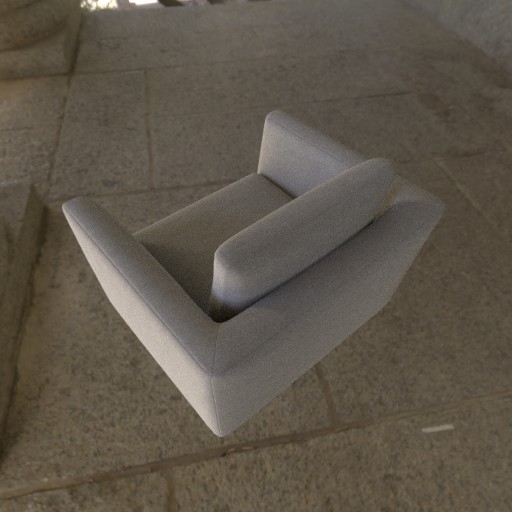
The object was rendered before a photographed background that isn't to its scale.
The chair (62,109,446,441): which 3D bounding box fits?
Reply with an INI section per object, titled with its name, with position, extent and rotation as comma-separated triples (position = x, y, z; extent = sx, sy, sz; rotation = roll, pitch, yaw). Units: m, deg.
[chair]
position = 0.000, 0.000, 1.708
extent = 1.041, 0.864, 0.889
rotation = -32, 54, -26
